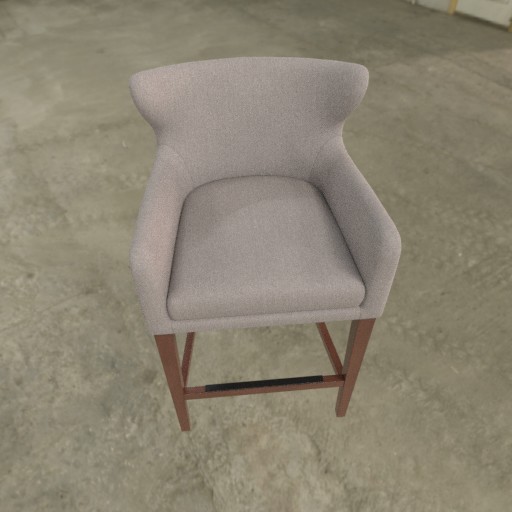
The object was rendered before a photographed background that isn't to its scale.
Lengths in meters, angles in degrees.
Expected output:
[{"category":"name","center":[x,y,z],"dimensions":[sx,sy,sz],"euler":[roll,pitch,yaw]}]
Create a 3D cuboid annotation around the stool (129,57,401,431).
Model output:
[{"category":"stool","center":[0.000,0.000,1.274],"dimensions":[0.575,0.951,0.575],"euler":[-4,45,-4]}]
